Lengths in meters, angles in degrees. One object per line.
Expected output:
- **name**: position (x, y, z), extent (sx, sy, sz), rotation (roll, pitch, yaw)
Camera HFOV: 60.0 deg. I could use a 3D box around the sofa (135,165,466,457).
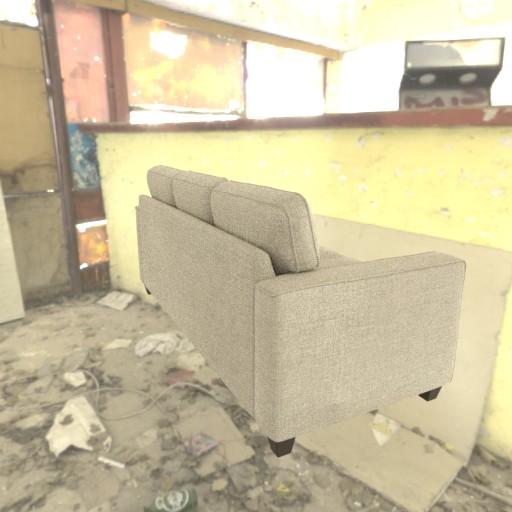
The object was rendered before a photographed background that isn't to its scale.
- **sofa**: position (0.000, 0.000, 2.578), extent (0.939, 0.965, 2.133), rotation (-7, 17, -26)
